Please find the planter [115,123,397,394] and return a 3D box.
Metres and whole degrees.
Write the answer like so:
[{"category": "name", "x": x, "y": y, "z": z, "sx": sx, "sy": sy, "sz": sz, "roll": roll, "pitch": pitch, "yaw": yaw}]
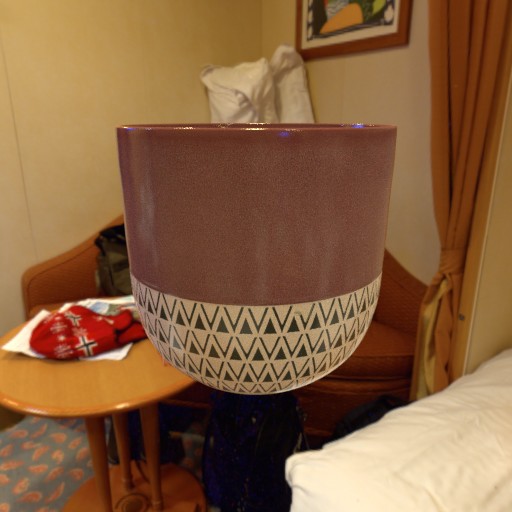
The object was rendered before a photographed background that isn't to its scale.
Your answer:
[{"category": "planter", "x": 0.000, "y": 0.000, "z": 0.475, "sx": 0.266, "sy": 0.270, "sz": 0.266, "roll": 0, "pitch": 17, "yaw": 0}]
